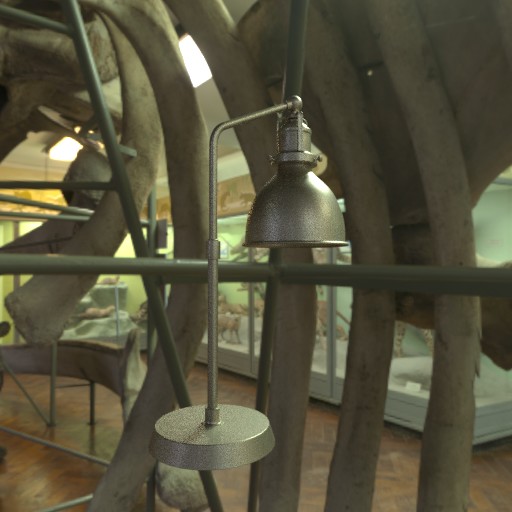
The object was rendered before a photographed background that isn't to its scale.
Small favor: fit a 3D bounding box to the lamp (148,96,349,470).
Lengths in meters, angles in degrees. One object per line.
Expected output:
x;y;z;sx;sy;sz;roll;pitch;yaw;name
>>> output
0.000;0.000;0.586;0.286;0.456;0.153;1;-1;-37;lamp
